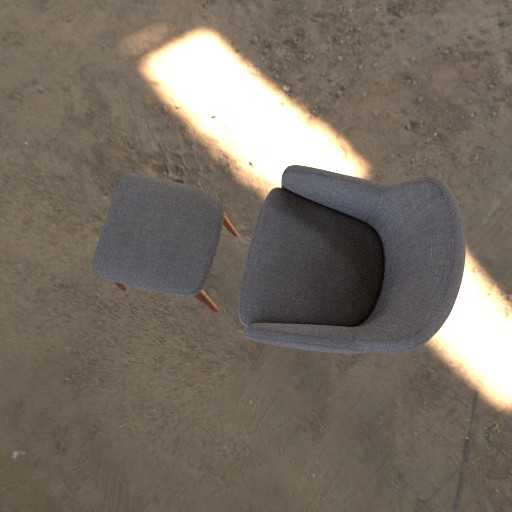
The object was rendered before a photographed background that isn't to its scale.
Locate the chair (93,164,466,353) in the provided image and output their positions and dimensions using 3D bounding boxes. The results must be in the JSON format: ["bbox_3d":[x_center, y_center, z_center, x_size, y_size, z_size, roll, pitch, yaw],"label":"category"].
[{"bbox_3d":[0.000,0.000,1.542,1.107,0.799,0.584,13,76,3],"label":"chair"}]
